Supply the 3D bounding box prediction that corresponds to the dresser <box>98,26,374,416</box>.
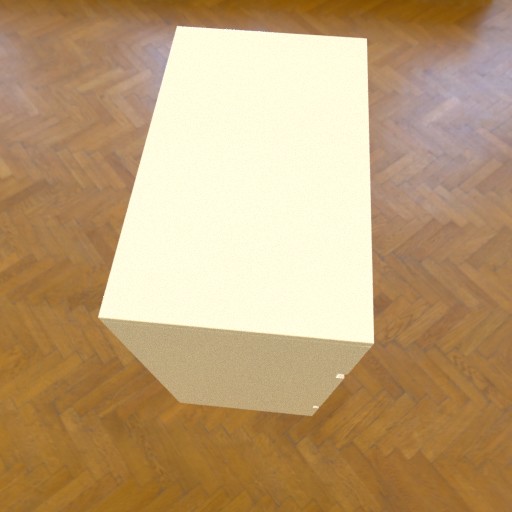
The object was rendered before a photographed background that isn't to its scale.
[{"bbox_3d":[0.000,0.000,1.140,0.400,0.800,0.650,5,63,3],"label":"dresser"}]
